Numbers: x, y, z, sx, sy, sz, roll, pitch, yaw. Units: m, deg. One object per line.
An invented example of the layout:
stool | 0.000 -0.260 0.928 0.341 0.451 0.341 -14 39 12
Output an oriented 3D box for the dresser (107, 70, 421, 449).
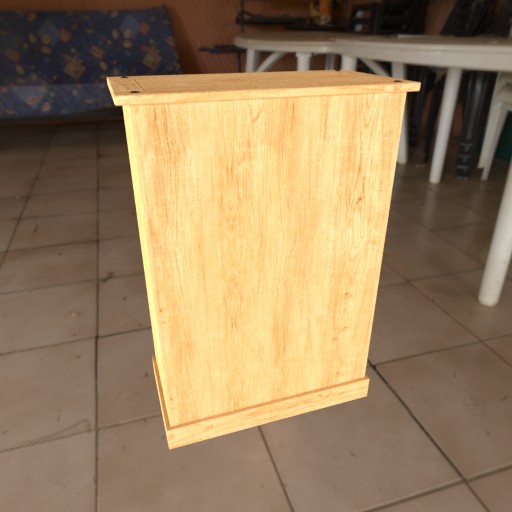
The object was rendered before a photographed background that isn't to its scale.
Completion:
dresser | 0.000 0.000 1.740 0.915 1.300 0.485 -9 29 -16
